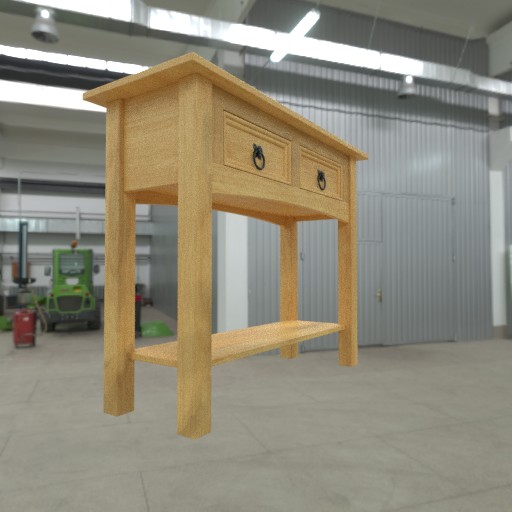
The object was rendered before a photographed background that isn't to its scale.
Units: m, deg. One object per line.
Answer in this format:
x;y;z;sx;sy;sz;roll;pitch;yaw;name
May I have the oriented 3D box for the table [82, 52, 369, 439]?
0.000;0.000;1.273;0.340;0.728;0.900;-1;-2;35;table
